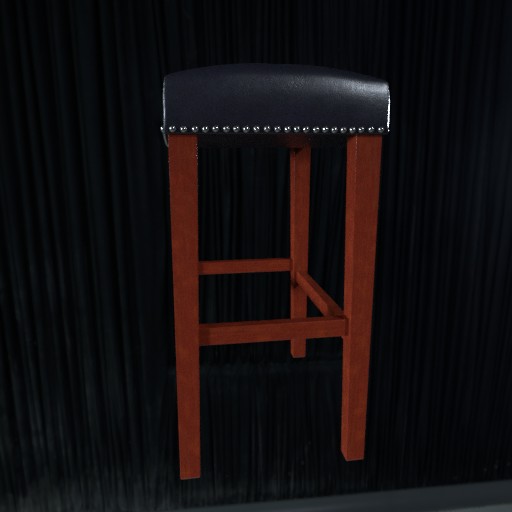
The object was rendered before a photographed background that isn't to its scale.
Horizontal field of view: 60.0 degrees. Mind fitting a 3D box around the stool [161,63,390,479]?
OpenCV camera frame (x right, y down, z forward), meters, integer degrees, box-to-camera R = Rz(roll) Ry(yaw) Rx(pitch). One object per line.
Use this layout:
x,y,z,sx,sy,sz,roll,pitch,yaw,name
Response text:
0.000,0.000,1.003,0.372,0.742,0.504,-2,14,-9,stool
